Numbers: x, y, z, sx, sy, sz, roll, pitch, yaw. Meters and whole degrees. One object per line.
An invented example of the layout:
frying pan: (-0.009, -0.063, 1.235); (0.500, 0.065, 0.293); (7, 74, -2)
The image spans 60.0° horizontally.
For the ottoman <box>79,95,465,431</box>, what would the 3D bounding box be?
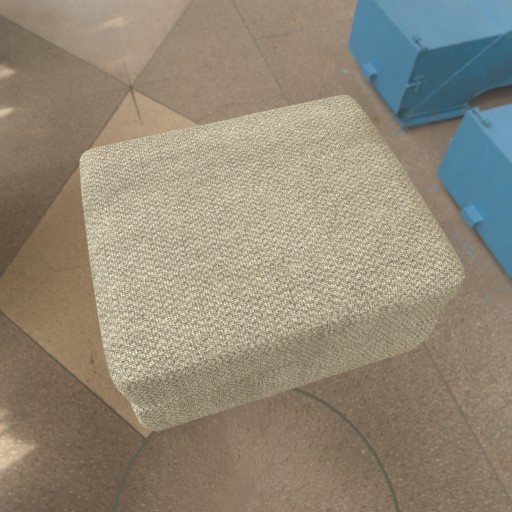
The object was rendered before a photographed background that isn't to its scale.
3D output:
ottoman: (0.000, 0.000, 1.115); (0.751, 0.476, 0.603); (-15, 60, -9)
